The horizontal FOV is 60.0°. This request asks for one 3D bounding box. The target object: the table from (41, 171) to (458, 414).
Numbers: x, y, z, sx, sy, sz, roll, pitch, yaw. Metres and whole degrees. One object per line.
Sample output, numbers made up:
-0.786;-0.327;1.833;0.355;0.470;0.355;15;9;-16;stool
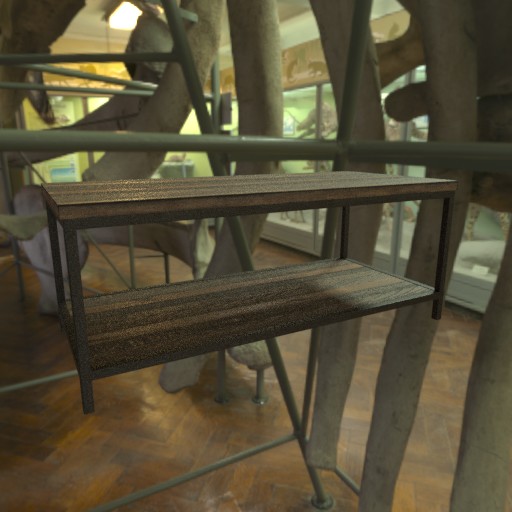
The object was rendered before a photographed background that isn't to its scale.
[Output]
0.000;0.000;1.203;0.990;0.399;0.452;-8;16;-27;table
